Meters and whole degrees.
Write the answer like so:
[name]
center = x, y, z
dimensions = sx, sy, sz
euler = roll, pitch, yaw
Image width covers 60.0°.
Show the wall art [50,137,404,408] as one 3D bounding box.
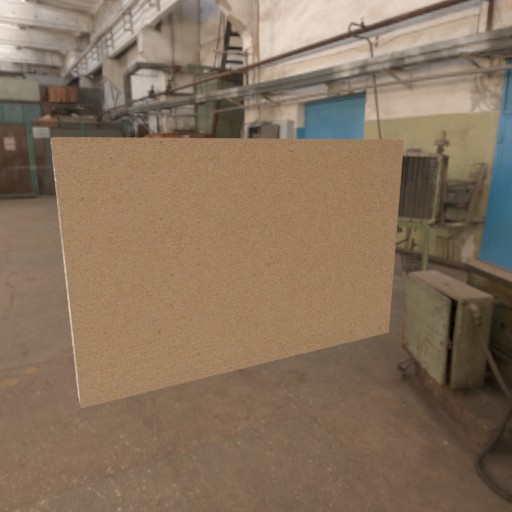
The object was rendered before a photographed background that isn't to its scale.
[wall art]
center = 0.000, 0.000, 0.779
dimensions = 0.618, 0.398, 0.042
euler = -7, 16, -26
